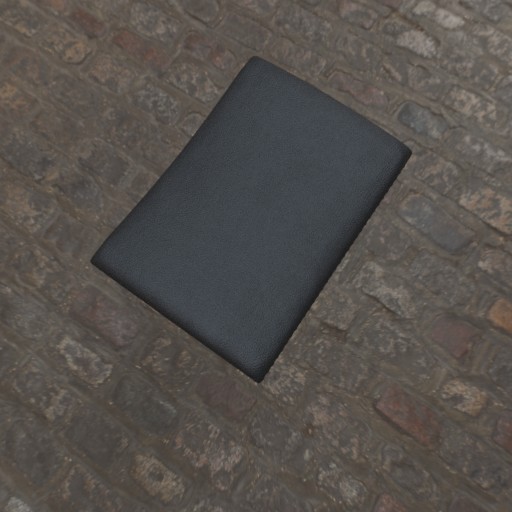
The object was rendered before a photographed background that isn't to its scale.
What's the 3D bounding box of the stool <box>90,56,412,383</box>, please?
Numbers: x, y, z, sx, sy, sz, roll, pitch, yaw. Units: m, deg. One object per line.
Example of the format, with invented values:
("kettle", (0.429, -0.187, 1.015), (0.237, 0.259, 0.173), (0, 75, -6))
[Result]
("stool", (0.000, 0.000, 1.046), (0.361, 0.765, 0.500), (34, 79, 7))
